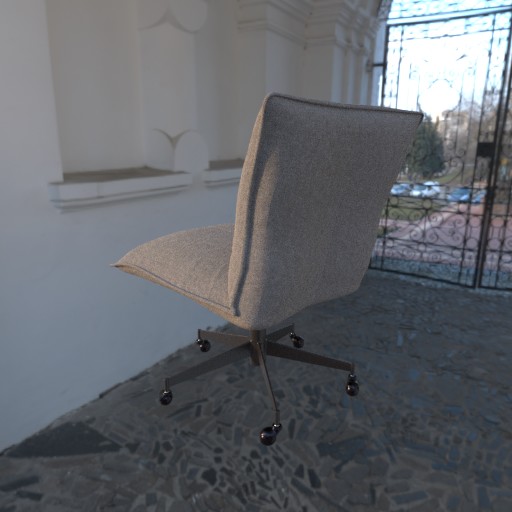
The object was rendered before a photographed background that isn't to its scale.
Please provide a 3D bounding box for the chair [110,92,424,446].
[{"bbox_3d":[0.000,0.000,1.291,0.597,0.811,0.696,-14,20,-43],"label":"chair"}]
